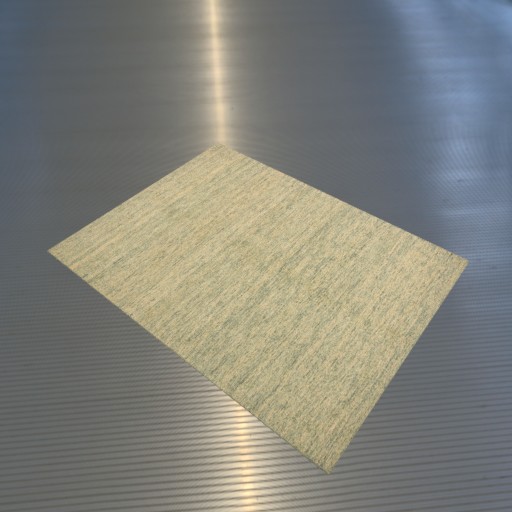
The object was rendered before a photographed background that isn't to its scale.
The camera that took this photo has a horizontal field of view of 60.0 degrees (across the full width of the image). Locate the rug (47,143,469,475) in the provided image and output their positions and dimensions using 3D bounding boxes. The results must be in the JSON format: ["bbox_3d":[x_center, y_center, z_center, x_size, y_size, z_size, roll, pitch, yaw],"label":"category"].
[{"bbox_3d":[0.000,0.000,4.215,3.201,0.014,2.437,31,54,26],"label":"rug"}]
